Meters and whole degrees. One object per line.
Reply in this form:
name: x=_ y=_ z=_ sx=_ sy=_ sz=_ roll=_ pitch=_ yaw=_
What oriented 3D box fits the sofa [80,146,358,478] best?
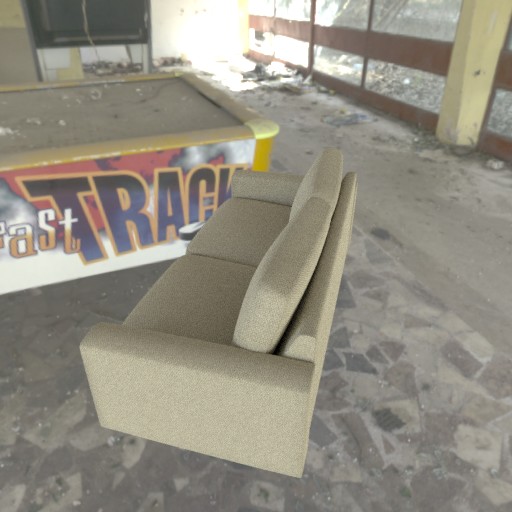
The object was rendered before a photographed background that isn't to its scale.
sofa: x=0.000 y=0.000 z=2.691 sx=1.016 sy=0.873 sz=2.179 roll=8 pitch=32 yaw=13
